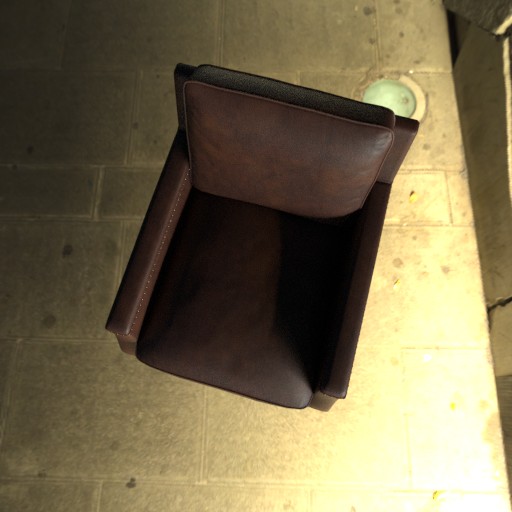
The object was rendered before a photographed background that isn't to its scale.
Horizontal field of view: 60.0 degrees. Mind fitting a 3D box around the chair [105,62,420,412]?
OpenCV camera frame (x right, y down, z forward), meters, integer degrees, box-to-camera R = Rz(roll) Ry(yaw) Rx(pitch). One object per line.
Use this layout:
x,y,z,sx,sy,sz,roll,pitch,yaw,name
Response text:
0.000,0.000,1.682,0.853,0.929,1.014,15,75,4,chair
